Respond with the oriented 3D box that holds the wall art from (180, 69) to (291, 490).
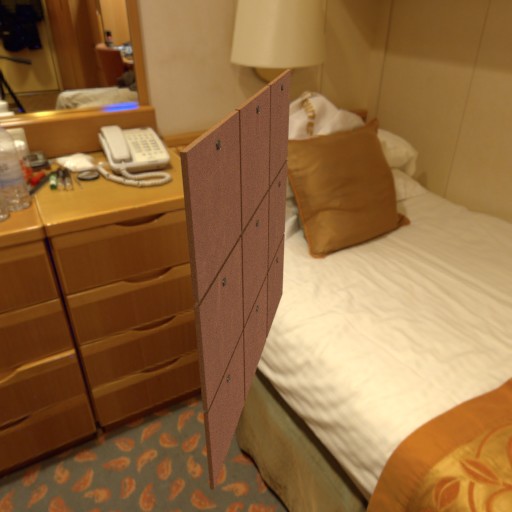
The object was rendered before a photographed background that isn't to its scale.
[{"bbox_3d":[0.000,0.000,1.320,0.018,0.913,0.915,7,32,12],"label":"wall art"}]
